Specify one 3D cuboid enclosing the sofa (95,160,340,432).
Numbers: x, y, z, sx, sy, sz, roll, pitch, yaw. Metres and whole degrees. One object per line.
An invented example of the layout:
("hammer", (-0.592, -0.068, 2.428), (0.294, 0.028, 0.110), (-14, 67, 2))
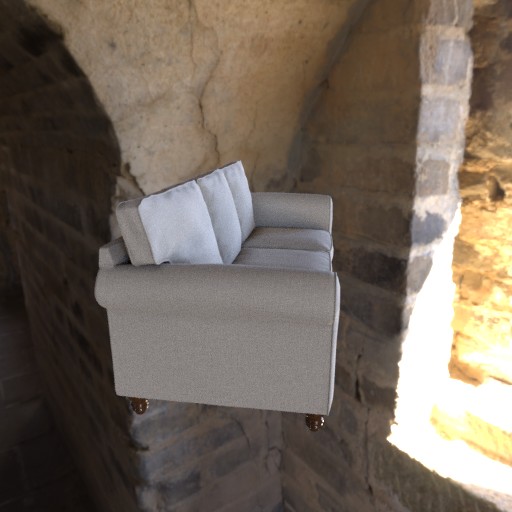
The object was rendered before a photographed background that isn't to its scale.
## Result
("sofa", (0.000, 0.000, 2.596), (0.916, 0.961, 2.084), (2, 16, 8))
